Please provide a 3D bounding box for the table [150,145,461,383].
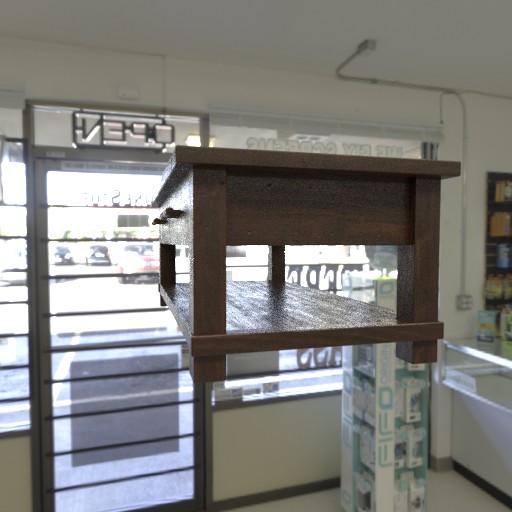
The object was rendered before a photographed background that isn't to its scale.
[{"bbox_3d":[0.000,0.000,1.593,0.700,0.494,1.270,-1,2,-16],"label":"table"}]
